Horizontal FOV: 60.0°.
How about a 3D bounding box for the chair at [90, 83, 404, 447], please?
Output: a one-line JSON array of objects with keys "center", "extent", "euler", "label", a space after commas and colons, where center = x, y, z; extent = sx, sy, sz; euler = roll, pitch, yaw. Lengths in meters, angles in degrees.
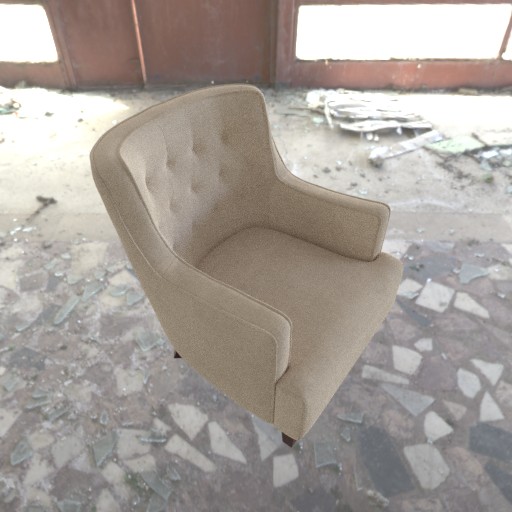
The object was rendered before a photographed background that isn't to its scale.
[{"center": [0.000, 0.000, 1.624], "extent": [0.910, 0.920, 0.781], "euler": [26, 48, 26], "label": "chair"}]
